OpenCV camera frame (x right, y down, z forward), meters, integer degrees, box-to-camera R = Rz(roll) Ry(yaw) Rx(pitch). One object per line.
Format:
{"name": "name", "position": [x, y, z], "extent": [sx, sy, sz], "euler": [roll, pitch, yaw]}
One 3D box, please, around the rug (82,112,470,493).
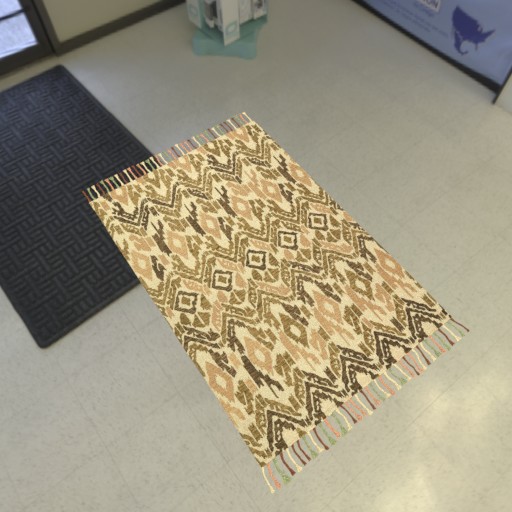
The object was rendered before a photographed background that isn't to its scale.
{"name": "rug", "position": [0.000, 0.000, 3.012], "extent": [1.524, 0.008, 2.438], "euler": [-32, 64, -17]}
